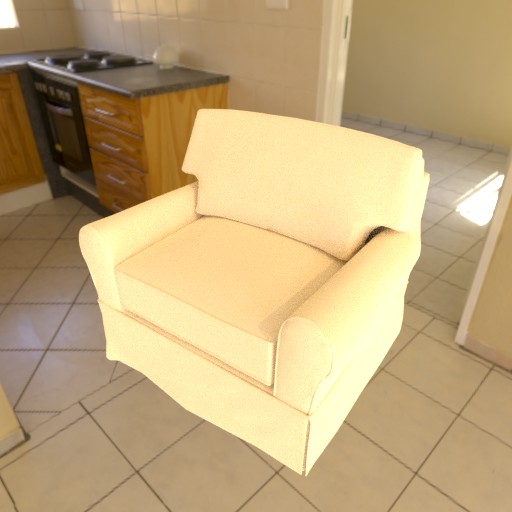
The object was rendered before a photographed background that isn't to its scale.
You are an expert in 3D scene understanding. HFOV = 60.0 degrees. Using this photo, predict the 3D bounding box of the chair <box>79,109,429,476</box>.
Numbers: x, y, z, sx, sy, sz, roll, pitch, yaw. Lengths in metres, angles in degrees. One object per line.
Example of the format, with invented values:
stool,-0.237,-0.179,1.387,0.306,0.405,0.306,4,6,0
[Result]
chair,0.000,0.000,1.753,1.099,0.958,0.904,20,37,29
